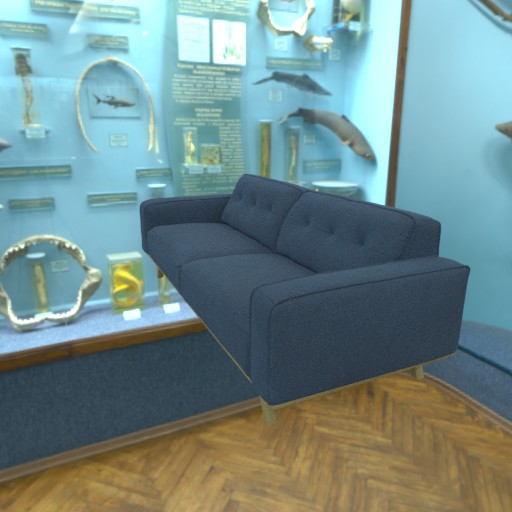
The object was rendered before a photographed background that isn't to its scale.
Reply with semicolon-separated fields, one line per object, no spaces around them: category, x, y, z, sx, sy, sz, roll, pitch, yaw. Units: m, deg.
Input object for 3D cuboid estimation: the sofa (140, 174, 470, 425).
sofa;0.000;0.000;2.656;0.953;0.782;2.270;-8;18;-24
